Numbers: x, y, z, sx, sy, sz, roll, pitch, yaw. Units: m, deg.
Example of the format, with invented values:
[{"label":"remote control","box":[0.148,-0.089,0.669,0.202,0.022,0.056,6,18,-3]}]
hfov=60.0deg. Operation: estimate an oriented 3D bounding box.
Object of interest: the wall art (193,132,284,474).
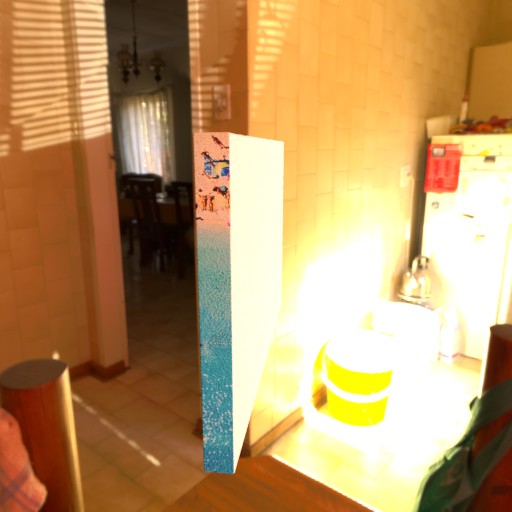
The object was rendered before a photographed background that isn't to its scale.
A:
[{"label":"wall art","box":[0.000,0.000,0.792,0.039,0.406,0.609,2,14,8]}]
